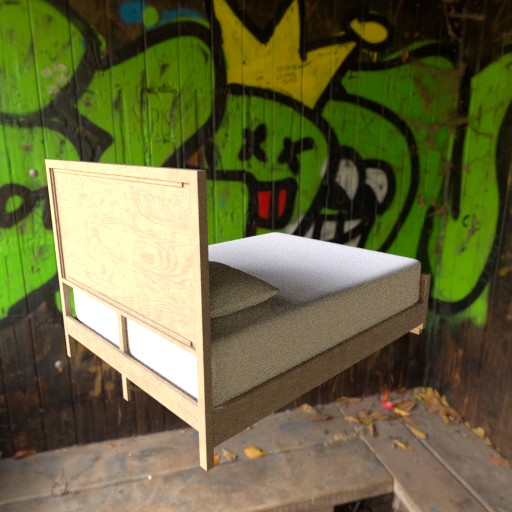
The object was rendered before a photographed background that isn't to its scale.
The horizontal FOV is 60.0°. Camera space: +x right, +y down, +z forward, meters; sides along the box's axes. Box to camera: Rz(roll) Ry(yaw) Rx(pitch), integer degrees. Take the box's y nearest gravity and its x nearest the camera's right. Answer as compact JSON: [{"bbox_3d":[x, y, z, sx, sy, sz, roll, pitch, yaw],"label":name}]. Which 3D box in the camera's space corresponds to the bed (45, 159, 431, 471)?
[{"bbox_3d":[0.000,0.000,3.177,2.189,1.369,1.606,-14,20,-42],"label":"bed"}]
